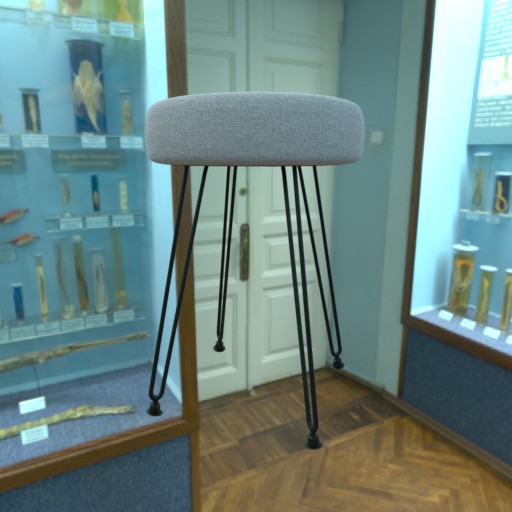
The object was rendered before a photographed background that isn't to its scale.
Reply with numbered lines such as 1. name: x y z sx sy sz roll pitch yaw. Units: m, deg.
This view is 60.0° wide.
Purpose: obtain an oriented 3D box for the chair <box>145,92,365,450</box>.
1. chair: 0.000 0.000 0.665 0.350 0.440 0.350 -6 14 -26
